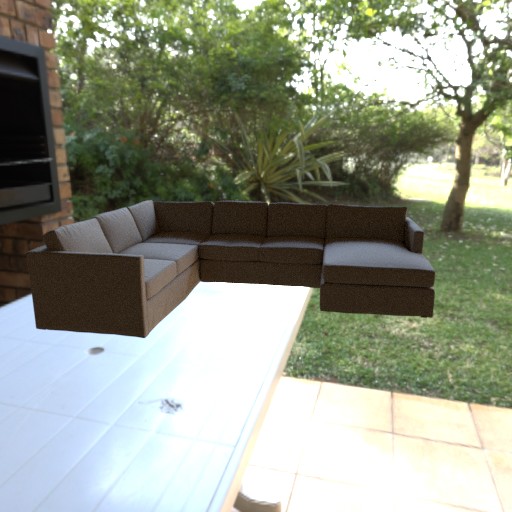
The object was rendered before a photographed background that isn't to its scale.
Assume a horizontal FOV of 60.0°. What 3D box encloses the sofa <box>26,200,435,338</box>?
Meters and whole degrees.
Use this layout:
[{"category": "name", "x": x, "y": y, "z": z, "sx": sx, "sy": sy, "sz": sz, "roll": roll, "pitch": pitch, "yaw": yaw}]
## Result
[{"category": "sofa", "x": 0.000, "y": 0.000, "z": 4.585, "sx": 3.460, "sy": 0.882, "sz": 2.427, "roll": 2, "pitch": 14, "yaw": 9}]
